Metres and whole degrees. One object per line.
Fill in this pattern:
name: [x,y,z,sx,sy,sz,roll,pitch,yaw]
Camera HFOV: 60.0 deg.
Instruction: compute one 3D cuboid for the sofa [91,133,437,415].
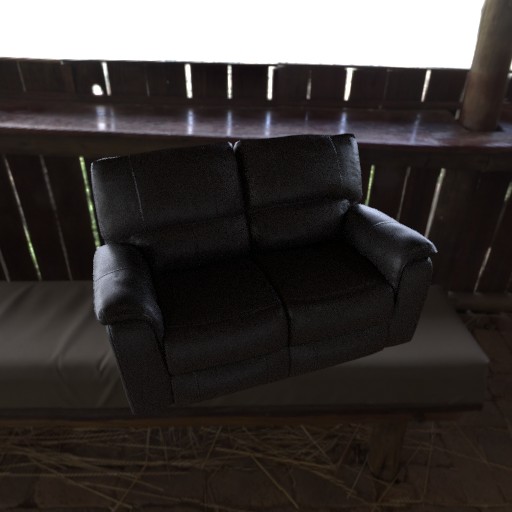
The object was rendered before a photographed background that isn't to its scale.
sofa: [0.000,0.000,2.557,1.765,1.111,1.104,-10,33,-16]
